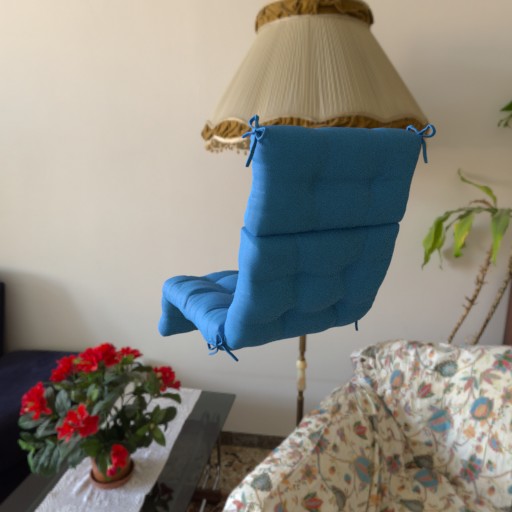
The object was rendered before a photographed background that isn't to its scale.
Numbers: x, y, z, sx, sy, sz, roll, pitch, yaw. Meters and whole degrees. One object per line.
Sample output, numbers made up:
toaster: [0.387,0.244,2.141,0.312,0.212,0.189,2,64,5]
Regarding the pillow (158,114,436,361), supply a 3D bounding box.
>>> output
pillow: [0.000,0.000,1.530,0.526,0.863,1.016,-7,15,-26]
